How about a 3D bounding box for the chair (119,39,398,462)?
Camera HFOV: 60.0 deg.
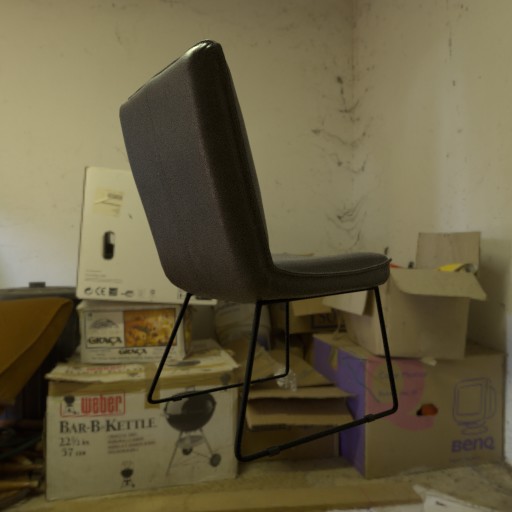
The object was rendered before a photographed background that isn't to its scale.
[{"bbox_3d":[0.000,0.000,1.318,0.688,0.932,0.515,0,0,-37],"label":"chair"}]
